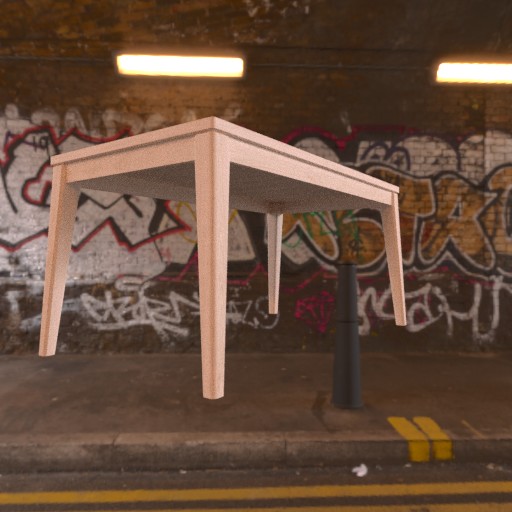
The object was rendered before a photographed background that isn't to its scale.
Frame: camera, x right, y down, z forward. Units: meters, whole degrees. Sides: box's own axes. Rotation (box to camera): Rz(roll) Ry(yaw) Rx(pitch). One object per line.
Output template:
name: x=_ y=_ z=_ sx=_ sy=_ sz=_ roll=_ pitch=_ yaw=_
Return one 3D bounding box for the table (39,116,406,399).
table: x=0.000 y=0.000 z=2.075 sx=0.900 sy=0.760 sz=1.600 roll=0 pitch=0 yaw=36
